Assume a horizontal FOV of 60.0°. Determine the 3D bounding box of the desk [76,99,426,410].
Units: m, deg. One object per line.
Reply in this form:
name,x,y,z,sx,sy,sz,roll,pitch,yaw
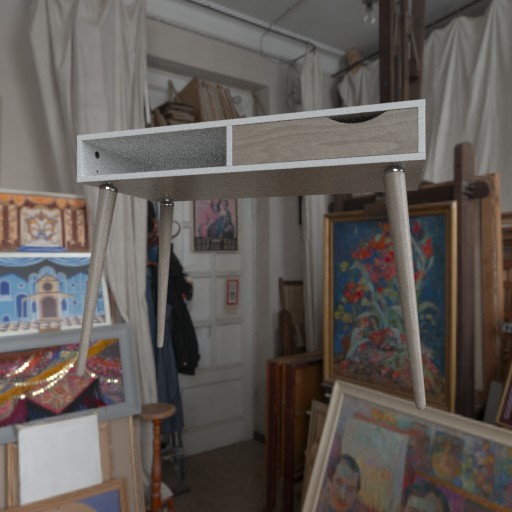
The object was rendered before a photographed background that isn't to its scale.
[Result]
desk,0.000,0.000,1.402,0.979,0.723,0.491,0,-1,18
